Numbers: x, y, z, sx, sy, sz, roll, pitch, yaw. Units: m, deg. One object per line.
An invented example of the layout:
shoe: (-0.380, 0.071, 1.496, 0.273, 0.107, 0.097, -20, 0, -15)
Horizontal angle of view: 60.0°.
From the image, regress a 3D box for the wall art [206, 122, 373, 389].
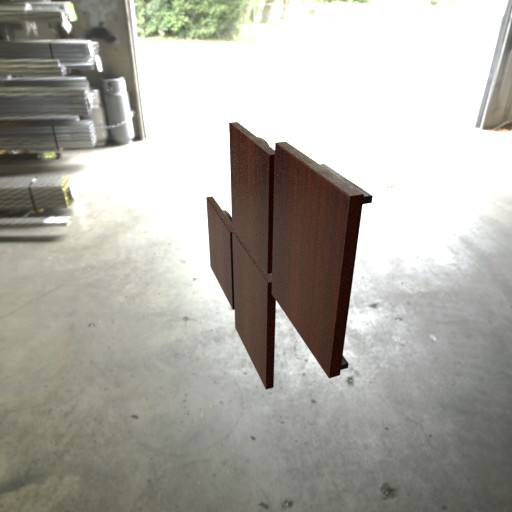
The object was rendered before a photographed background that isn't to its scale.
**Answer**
wall art: (0.000, 0.000, 0.831, 0.030, 0.497, 0.635, -10, 32, -17)
